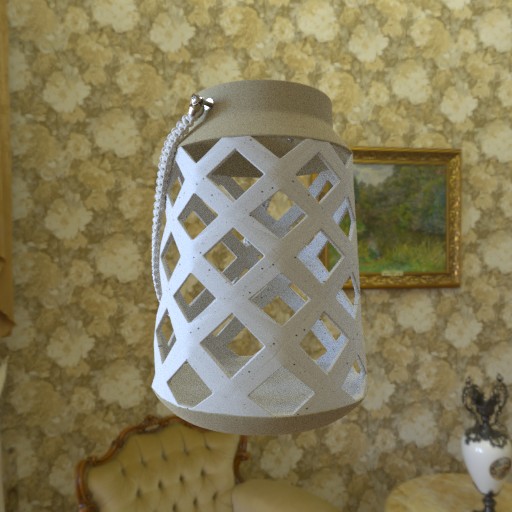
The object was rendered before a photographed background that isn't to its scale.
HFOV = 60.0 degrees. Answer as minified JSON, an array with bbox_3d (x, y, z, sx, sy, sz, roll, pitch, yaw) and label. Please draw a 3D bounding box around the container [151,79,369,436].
[{"bbox_3d":[0.000,0.000,0.343,0.172,0.229,0.163,0,-1,36],"label":"container"}]
